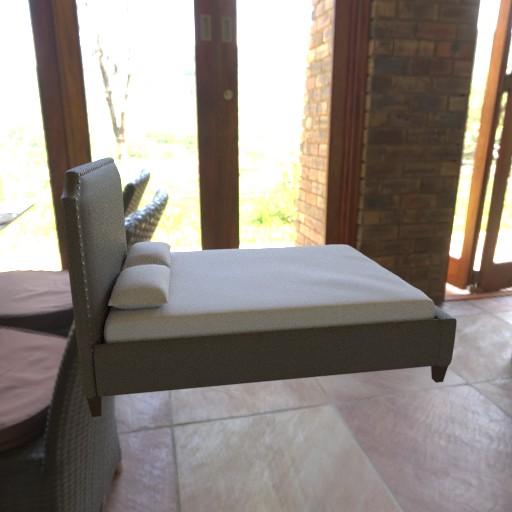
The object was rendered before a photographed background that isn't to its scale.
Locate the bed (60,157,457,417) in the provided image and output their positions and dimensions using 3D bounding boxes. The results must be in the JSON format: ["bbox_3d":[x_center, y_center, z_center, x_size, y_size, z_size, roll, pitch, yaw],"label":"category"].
[{"bbox_3d":[0.000,0.000,3.403,2.372,1.443,1.712,-3,16,-9],"label":"bed"}]
